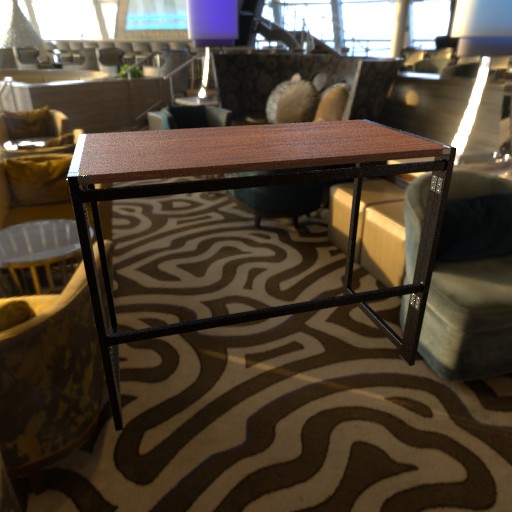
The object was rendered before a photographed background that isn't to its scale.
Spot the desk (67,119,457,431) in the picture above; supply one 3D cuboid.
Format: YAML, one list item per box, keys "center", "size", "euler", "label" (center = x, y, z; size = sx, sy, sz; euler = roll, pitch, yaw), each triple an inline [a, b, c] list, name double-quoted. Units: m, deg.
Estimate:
- center: [0.000, 0.000, 1.479]
  size: [1.016, 0.762, 0.508]
  euler: [-8, 27, -15]
  label: "desk"
